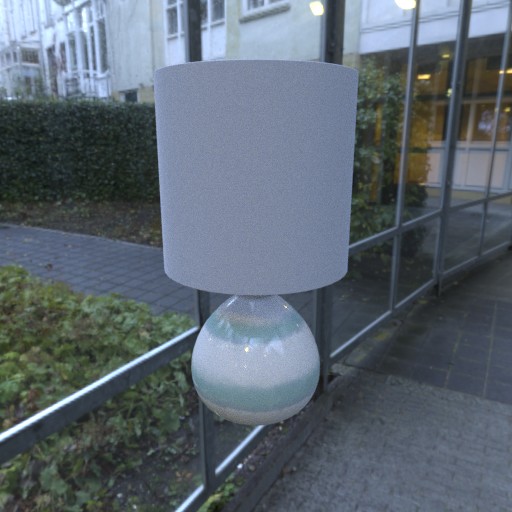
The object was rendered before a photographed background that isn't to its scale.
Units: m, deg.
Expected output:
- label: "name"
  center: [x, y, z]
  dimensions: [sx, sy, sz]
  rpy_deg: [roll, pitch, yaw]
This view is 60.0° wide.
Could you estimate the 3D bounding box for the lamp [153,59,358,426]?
- label: "lamp"
  center: [0.000, 0.000, 0.532]
  dimensions: [0.217, 0.404, 0.217]
  rpy_deg: [14, 21, 42]
